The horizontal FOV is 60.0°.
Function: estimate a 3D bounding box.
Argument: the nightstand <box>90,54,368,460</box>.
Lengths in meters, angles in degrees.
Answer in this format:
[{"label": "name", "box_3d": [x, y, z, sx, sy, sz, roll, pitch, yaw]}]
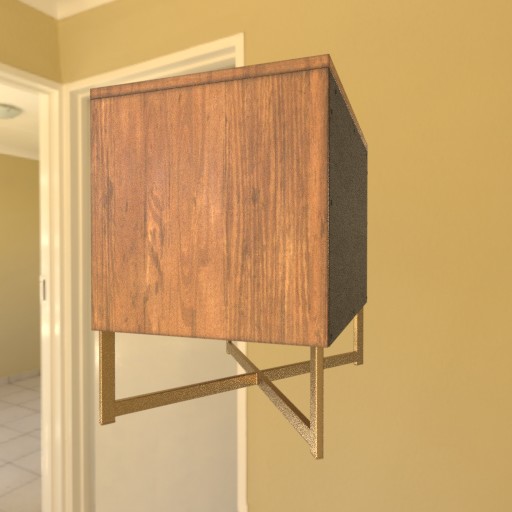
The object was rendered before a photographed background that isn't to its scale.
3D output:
[{"label": "nightstand", "box_3d": [0.000, 0.000, 1.021, 0.446, 0.610, 0.610, 0, 1, 19]}]
